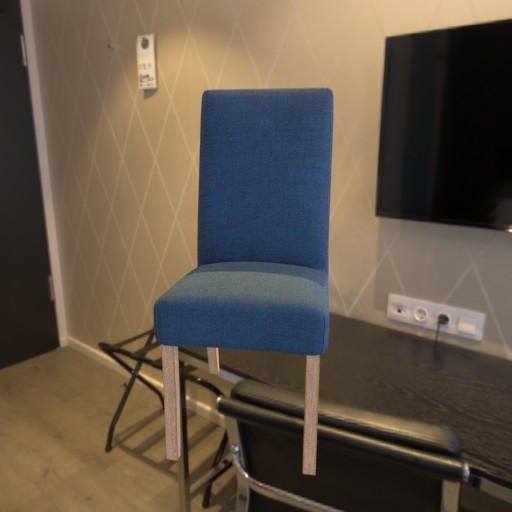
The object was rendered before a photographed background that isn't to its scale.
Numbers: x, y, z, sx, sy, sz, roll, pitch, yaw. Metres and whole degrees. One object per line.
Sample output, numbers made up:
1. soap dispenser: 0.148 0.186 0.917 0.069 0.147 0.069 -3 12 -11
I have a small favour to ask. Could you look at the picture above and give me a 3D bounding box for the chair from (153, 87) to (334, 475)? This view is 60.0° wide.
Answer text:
1. chair: 0.000 0.000 1.361 0.450 1.029 0.610 2 14 8
